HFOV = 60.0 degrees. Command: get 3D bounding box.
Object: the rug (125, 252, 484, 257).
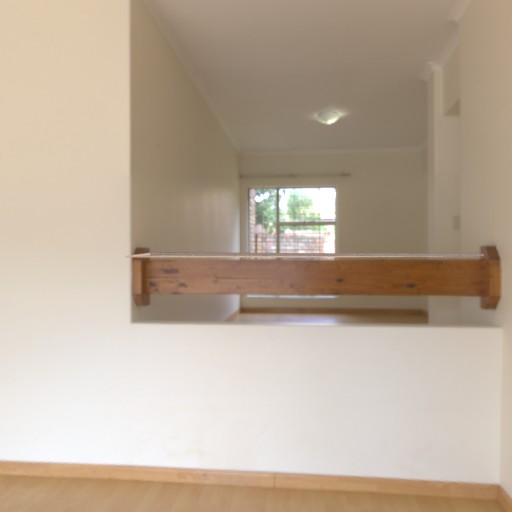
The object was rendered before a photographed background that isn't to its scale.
[{"bbox_3d":[0.000,0.000,2.980,1.600,0.013,2.260,0,0,-19],"label":"rug"}]
